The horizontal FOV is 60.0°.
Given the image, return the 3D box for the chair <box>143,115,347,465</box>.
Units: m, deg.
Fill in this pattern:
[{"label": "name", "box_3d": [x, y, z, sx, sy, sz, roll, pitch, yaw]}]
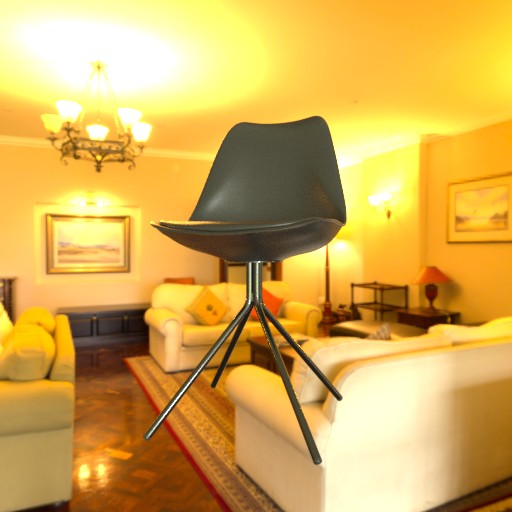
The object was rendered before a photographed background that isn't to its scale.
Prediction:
[{"label": "chair", "box_3d": [0.000, 0.000, 1.167, 0.461, 0.850, 0.525, 0, 1, 17]}]
